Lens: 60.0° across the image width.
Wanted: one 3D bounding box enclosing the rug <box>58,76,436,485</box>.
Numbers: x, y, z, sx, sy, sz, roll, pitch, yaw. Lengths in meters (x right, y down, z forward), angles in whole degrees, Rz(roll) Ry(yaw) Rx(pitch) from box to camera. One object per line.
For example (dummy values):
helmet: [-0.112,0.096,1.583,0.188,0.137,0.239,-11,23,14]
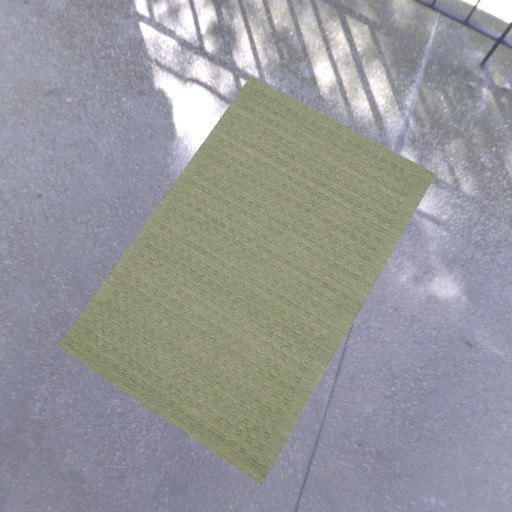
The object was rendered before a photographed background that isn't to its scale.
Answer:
rug: [0.000,0.000,2.212,1.143,0.006,1.747,31,77,8]
